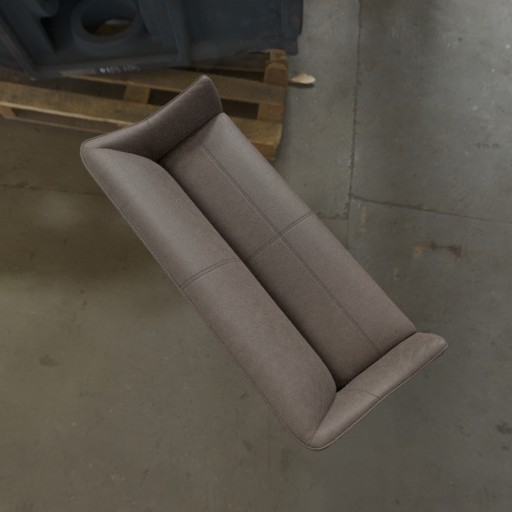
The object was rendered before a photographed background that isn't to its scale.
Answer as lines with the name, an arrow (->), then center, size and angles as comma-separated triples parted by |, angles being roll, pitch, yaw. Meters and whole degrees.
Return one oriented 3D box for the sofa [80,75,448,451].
sofa -> 0.000, 0.000, 2.402 | 0.869, 0.831, 1.928 | -38, 78, -10
